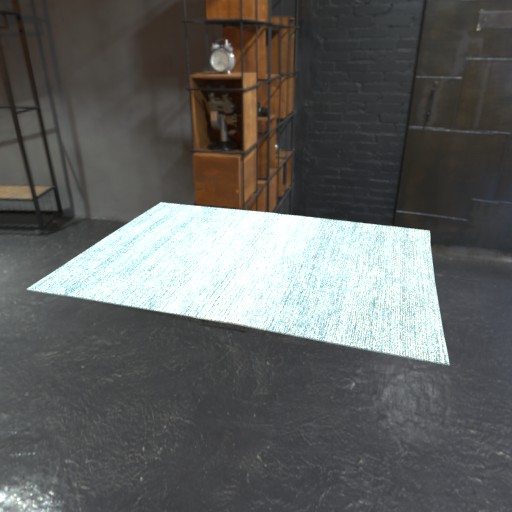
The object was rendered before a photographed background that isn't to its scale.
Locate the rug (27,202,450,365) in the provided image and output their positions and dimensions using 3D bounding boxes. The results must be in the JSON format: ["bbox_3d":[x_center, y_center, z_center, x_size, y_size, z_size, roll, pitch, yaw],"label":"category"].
[{"bbox_3d":[0.000,0.000,2.924,2.260,0.026,1.611,8,27,15],"label":"rug"}]
